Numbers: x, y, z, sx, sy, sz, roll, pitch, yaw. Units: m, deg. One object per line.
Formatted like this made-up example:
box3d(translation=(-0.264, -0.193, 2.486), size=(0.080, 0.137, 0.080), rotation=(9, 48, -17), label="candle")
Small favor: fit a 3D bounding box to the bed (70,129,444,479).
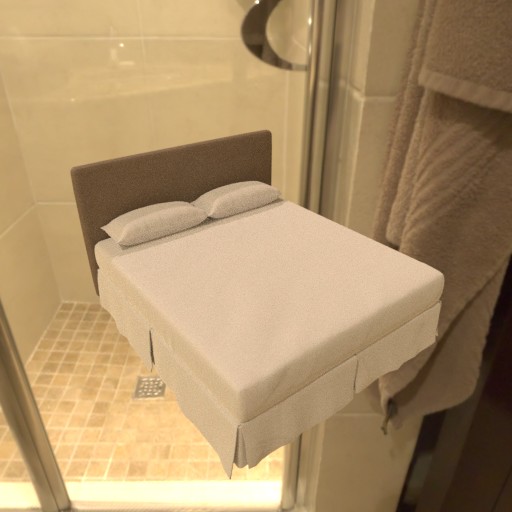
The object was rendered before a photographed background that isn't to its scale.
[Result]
box3d(translation=(0.000, 0.000, 3.604), size=(2.119, 1.317, 2.341), rotation=(-21, 36, -32), label="bed")
